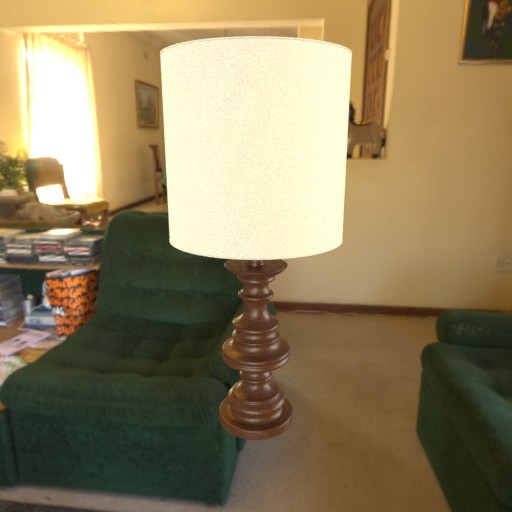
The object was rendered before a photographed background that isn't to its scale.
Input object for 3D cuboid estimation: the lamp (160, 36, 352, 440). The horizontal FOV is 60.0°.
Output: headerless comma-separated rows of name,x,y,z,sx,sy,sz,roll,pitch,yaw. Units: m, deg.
lamp,0.000,0.000,0.549,0.208,0.455,0.208,-3,15,-10
